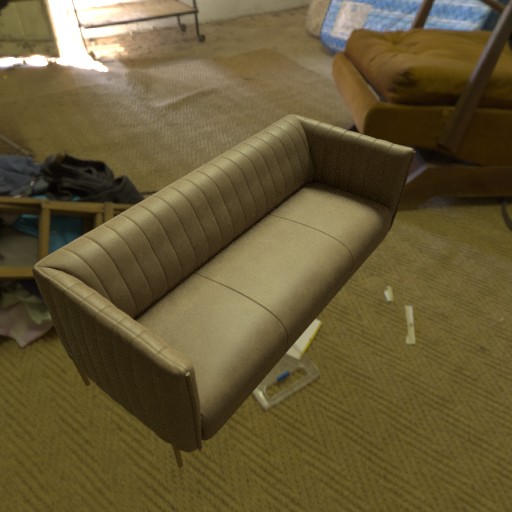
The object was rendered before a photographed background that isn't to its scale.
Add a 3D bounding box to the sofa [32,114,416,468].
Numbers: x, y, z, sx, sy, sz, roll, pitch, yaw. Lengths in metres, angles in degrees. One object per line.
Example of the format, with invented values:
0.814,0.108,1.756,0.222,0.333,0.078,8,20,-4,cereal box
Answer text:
0.000,0.000,2.401,0.876,0.779,1.980,26,47,27,sofa
